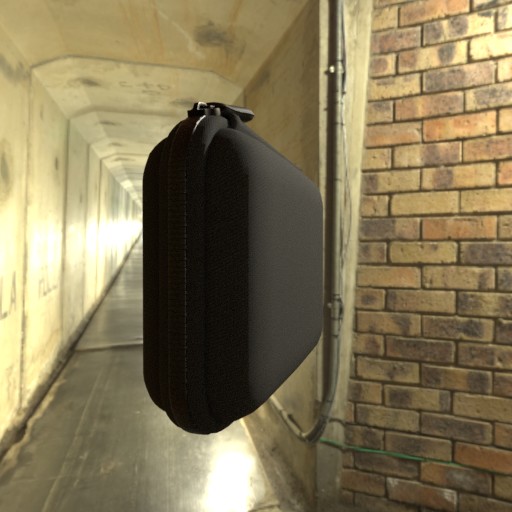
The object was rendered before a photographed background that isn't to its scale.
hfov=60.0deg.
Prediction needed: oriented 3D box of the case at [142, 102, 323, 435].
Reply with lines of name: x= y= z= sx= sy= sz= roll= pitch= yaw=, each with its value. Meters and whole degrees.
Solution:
case: x=0.000 y=0.000 z=0.178 sx=0.038 sy=0.105 sz=0.132 roll=0 pitch=1 yaw=18
